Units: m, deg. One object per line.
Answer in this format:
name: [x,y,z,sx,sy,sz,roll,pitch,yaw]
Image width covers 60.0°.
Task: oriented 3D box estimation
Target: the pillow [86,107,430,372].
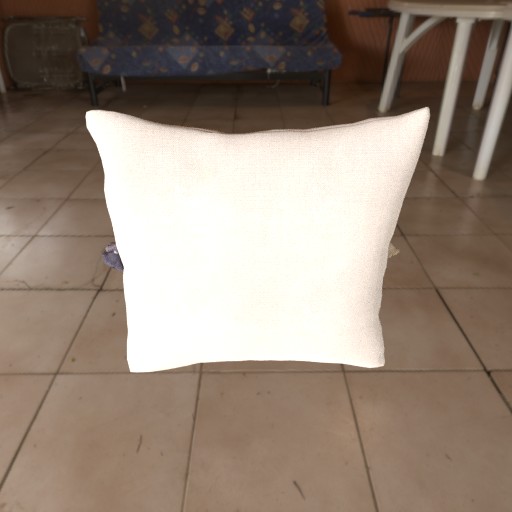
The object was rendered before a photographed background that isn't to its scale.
pillow: [0.000,0.000,0.733,0.489,0.481,0.165,-1,31,-1]
